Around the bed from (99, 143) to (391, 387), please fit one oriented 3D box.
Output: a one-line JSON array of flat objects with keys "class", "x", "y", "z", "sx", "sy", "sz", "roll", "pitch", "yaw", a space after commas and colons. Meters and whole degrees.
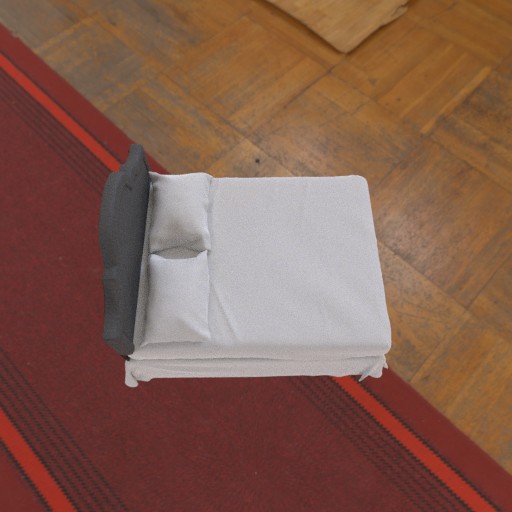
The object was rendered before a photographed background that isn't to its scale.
[{"class": "bed", "x": 0.000, "y": 0.000, "z": 3.524, "sx": 2.222, "sy": 1.634, "sz": 1.780, "roll": -1, "pitch": 64, "yaw": 0}]
